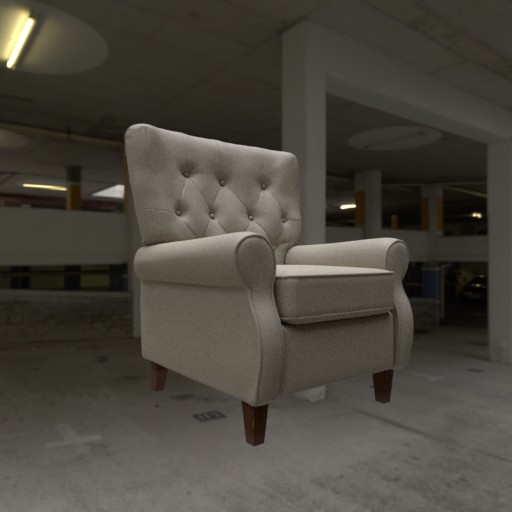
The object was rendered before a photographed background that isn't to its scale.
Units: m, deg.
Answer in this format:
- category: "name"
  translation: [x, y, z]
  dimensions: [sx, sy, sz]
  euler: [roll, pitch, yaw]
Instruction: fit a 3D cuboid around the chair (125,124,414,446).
- category: "chair"
  translation: [0.000, 0.000, 1.894]
  dimensions: [0.943, 1.158, 1.059]
  euler: [0, 0, -38]
